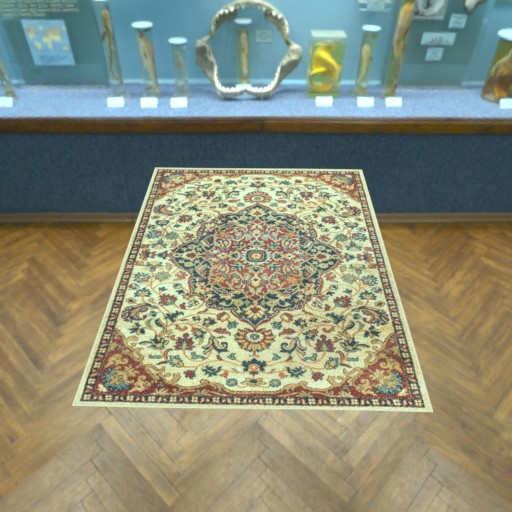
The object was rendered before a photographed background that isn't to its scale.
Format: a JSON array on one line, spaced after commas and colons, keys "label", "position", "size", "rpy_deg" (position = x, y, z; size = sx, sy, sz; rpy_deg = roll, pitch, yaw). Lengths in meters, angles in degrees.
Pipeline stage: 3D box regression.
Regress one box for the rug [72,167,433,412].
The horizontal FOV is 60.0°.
[{"label": "rug", "position": [0.000, 0.000, 4.132], "size": [2.454, 0.005, 3.067], "rpy_deg": [1, 43, 1]}]
